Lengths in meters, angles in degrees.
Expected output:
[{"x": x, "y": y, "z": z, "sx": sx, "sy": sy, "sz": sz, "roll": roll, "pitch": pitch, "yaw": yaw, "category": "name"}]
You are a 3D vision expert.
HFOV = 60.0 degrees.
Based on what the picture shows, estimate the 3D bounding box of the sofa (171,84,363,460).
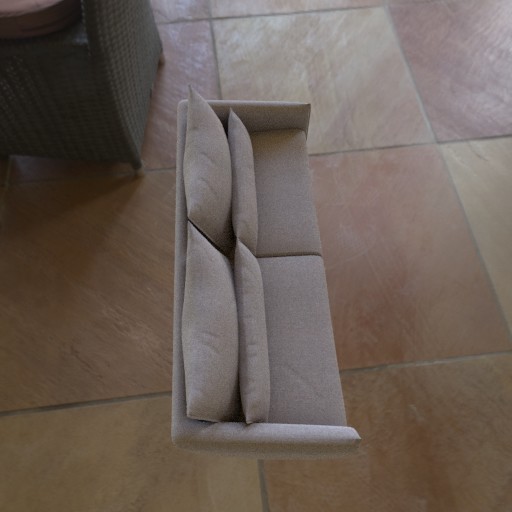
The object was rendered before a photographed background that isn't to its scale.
[{"x": 0.000, "y": 0.000, "z": 2.393, "sx": 0.809, "sy": 0.833, "sz": 2.022, "roll": -3, "pitch": 64, "yaw": -2, "category": "sofa"}]
